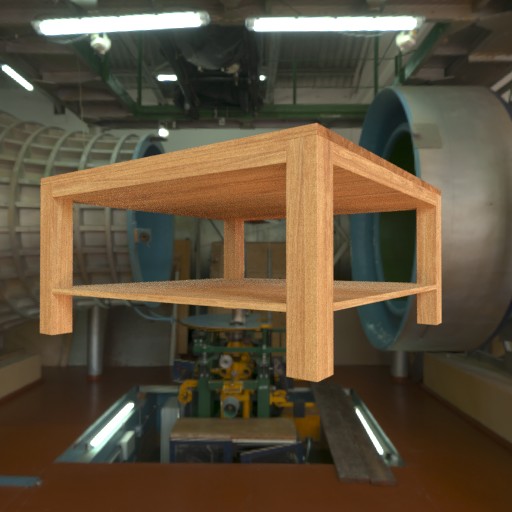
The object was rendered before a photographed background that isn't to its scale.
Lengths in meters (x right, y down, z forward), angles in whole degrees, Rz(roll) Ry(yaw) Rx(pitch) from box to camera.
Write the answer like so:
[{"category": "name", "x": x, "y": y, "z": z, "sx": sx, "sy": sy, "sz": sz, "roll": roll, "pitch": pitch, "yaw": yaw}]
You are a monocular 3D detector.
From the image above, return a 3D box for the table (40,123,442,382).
[{"category": "table", "x": 0.000, "y": 0.000, "z": 1.395, "sx": 0.900, "sy": 0.450, "sz": 0.900, "roll": 0, "pitch": -1, "yaw": 35}]
